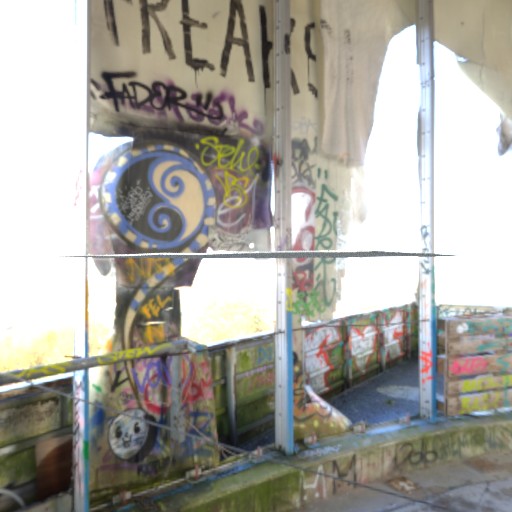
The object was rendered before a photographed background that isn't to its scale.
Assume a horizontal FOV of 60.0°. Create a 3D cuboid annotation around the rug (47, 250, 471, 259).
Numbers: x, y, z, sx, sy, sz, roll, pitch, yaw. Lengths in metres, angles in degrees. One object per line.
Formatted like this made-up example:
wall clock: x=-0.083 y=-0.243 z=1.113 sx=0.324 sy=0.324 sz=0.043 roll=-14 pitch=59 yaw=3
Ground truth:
rug: x=0.000 y=0.000 z=2.729 sx=2.133 sy=0.013 sz=1.522 roll=-1 pitch=-1 yaw=37
